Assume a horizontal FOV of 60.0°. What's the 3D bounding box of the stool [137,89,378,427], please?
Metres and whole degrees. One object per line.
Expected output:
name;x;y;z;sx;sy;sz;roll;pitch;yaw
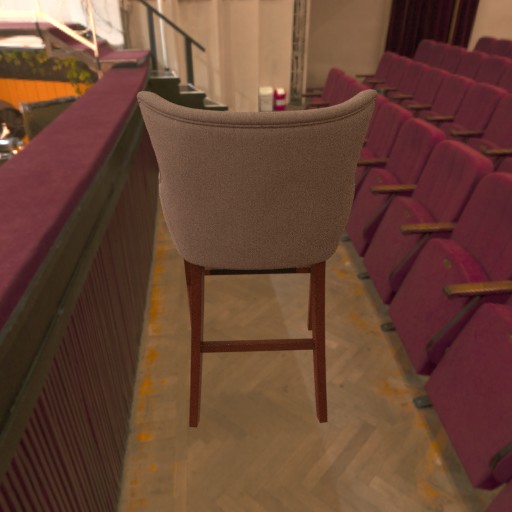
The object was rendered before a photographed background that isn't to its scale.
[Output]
stool;0.000;0.000;1.408;0.575;1.047;0.575;-1;30;-2
